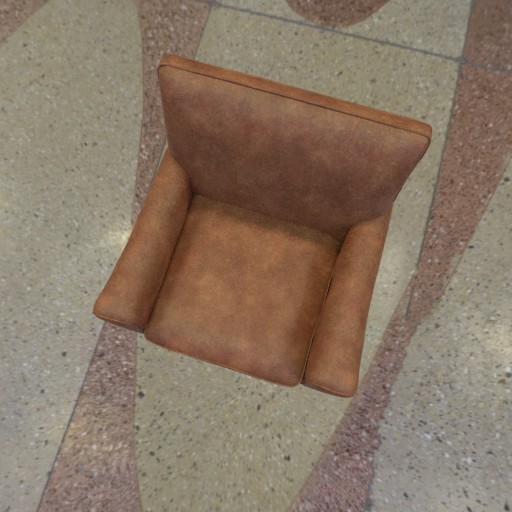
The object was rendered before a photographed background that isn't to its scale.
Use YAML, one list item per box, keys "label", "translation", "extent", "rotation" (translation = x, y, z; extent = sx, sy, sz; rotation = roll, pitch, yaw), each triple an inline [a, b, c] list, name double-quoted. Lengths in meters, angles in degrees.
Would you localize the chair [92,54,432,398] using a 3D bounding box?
- label: "chair"
  translation: [0.000, 0.000, 1.619]
  extent: [0.870, 0.943, 0.823]
  rotation: [17, 75, 5]
